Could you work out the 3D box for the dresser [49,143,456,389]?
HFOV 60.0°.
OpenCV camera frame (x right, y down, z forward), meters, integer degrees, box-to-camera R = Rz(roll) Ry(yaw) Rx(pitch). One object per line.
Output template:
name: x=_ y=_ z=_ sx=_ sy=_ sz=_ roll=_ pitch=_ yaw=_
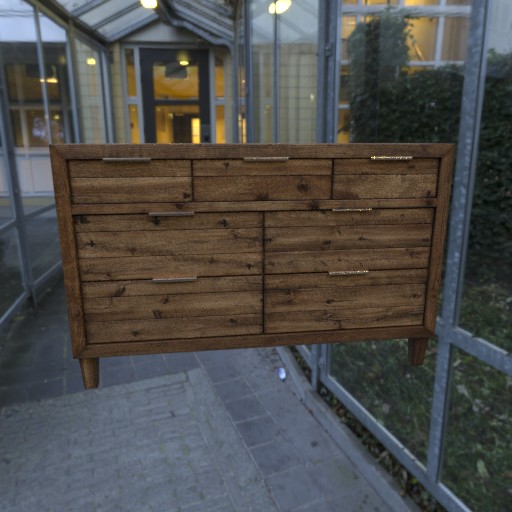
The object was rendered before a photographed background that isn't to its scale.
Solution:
dresser: x=0.000 y=0.000 z=1.814 sx=1.387 sy=0.892 sz=0.438 roll=-2 pitch=15 yaw=-7
